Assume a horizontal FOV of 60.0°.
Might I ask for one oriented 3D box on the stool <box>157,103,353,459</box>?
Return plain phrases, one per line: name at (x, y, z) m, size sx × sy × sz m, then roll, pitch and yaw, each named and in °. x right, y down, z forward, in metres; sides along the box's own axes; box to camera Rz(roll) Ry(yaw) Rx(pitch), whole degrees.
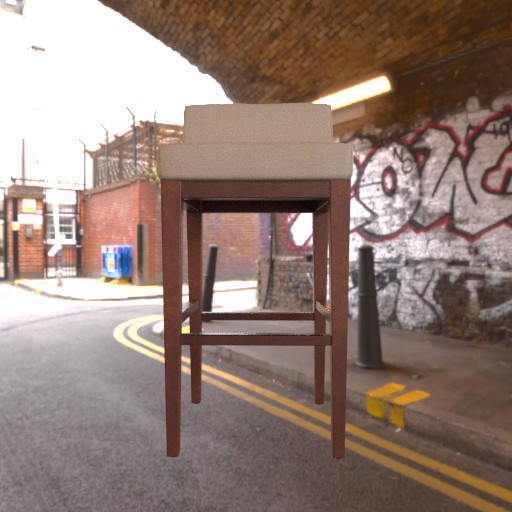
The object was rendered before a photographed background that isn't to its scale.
stool at (0.000, 0.000, 1.354) m, size 0.511 × 1.037 × 0.500 m, roll 0°, pitch 1°, yaw 1°
